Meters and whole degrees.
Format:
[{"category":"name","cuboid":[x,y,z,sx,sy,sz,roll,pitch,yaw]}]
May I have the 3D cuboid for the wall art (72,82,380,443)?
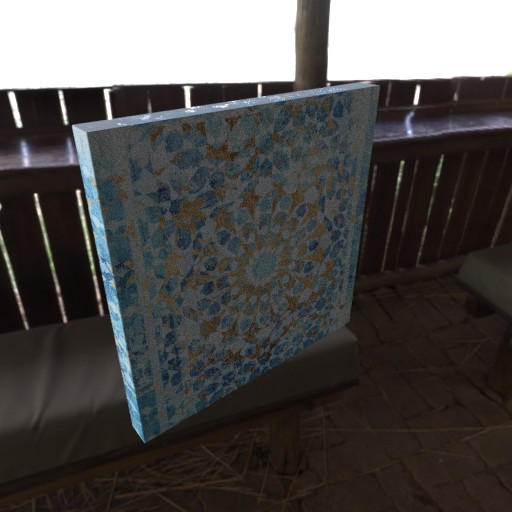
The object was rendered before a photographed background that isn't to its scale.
[{"category":"wall art","cuboid":[0.000,0.000,0.605,0.405,0.405,0.037,-22,36,-33]}]
